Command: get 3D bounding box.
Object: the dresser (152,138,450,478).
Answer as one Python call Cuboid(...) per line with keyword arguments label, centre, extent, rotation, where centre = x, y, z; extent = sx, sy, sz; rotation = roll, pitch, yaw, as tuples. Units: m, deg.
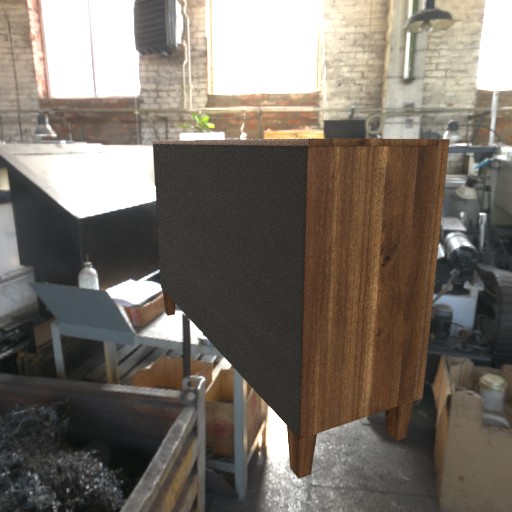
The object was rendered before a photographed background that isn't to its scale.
Cuboid(label="dresser", centre=(0.000, 0.000, 1.761), extent=(0.438, 0.892, 1.387), rotation=(-7, 16, -26))
